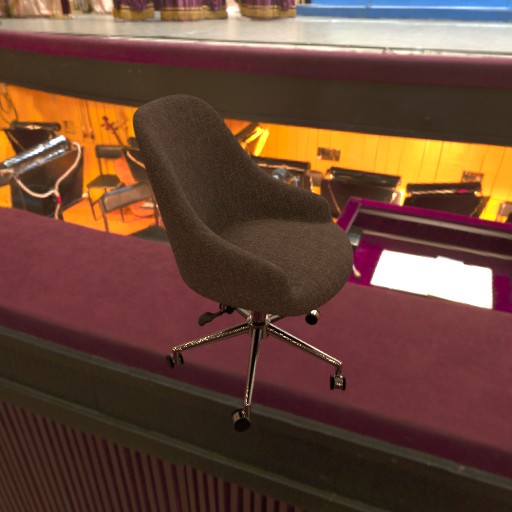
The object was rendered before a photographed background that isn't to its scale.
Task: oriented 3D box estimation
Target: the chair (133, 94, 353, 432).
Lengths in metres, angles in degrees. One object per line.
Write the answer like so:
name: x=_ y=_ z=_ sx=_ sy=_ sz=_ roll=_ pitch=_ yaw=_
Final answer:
chair: x=0.000 y=0.000 z=1.486 sx=0.712 sy=0.950 sz=0.671 roll=11 pitch=33 yaw=18
